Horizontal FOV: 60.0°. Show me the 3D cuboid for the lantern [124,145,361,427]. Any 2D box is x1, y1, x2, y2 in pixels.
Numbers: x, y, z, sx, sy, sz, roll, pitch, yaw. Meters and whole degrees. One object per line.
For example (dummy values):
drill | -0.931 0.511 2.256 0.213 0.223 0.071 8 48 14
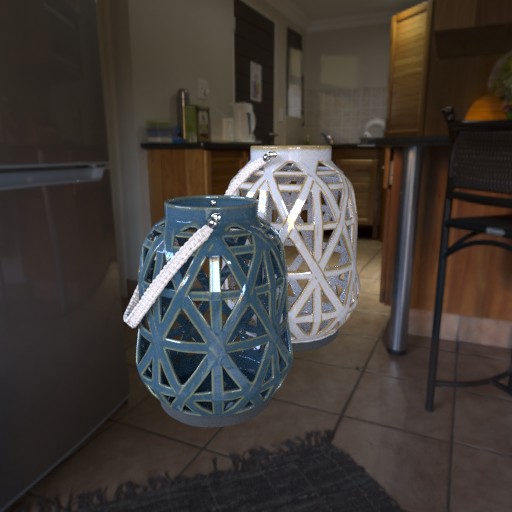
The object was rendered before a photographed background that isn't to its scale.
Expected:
lantern | 0.000 0.000 0.639 0.245 0.307 0.439 7 16 26
